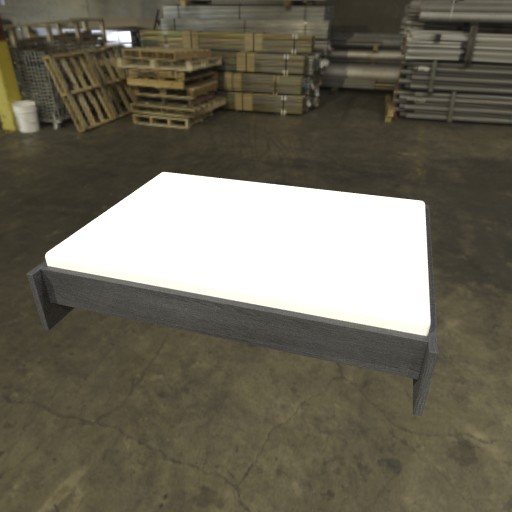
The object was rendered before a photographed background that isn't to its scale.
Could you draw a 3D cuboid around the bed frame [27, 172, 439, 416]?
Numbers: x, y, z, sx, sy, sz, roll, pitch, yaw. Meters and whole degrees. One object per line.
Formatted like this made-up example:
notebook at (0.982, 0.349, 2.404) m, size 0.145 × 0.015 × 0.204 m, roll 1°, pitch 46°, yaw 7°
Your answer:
bed frame at (0.000, 0.000, 2.661) m, size 1.950 × 0.432 × 1.490 m, roll 9°, pitch 31°, yaw 15°
